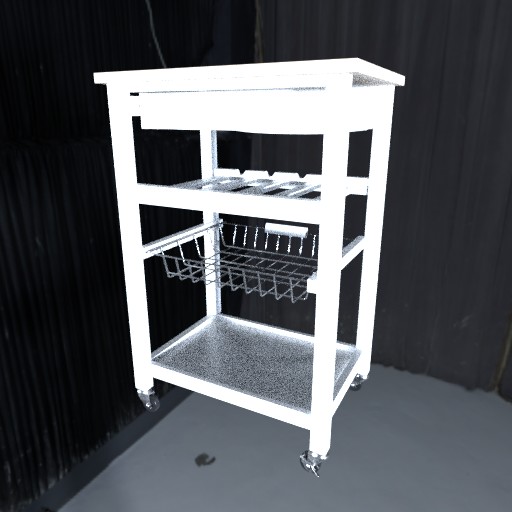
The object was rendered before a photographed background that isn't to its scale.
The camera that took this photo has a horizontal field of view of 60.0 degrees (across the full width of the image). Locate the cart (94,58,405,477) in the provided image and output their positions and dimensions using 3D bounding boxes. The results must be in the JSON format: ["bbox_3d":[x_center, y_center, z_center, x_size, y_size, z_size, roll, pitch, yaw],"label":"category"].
[{"bbox_3d":[0.000,0.000,1.129,0.578,0.857,0.406,9,20,26],"label":"cart"}]
